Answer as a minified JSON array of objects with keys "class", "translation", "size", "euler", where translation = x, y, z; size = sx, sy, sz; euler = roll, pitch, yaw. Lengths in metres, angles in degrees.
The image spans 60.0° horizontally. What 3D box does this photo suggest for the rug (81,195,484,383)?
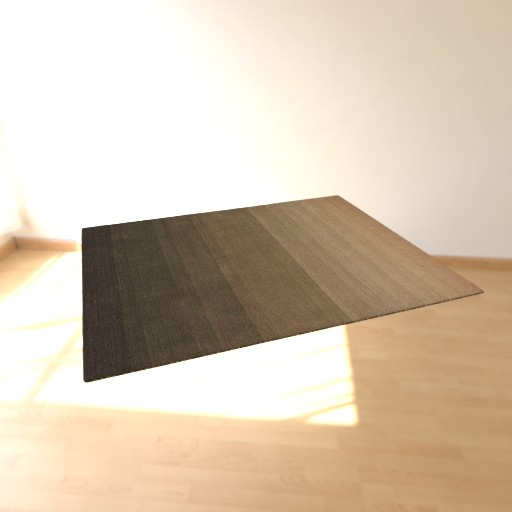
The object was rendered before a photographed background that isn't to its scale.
[{"class":"rug","translation":[0.000,0.000,3.909],"size":[2.902,0.017,2.306],"euler":[-9,29,-17]}]
